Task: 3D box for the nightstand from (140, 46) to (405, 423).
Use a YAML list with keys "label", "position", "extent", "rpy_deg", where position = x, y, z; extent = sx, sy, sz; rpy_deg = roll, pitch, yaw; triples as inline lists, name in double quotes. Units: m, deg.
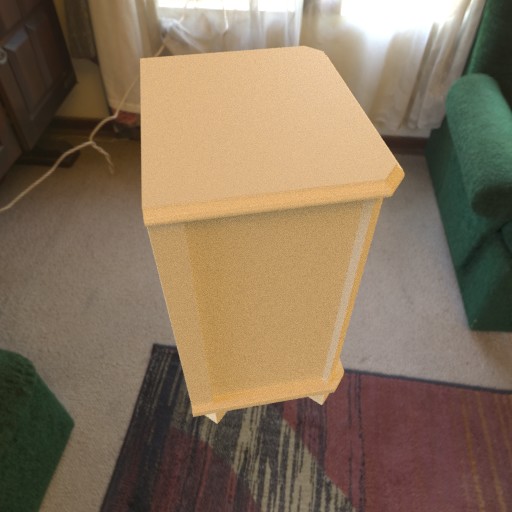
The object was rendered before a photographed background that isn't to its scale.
- label: "nightstand"
  position: [0.000, 0.000, 0.934]
  extent: [0.351, 0.681, 0.435]
  rpy_deg: [-8, 48, -7]
